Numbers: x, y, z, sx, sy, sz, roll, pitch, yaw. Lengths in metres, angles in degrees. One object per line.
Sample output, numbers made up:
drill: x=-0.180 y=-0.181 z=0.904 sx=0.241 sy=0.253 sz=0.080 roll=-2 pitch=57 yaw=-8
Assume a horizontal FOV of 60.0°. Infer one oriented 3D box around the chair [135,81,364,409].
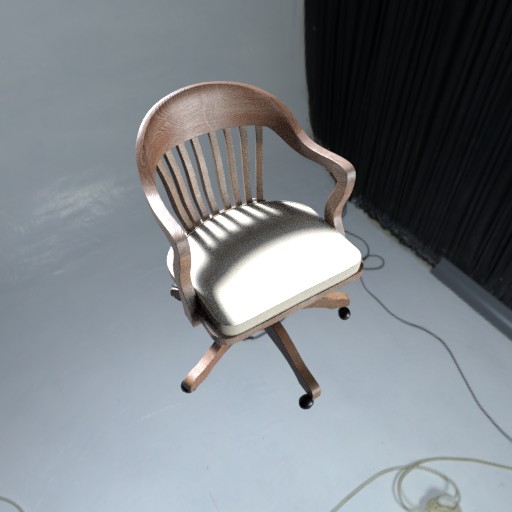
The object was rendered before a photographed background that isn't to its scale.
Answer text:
chair: x=0.000 y=0.000 z=1.497 sx=0.750 sy=0.878 sz=0.788 roll=-24 pitch=51 yaw=-21
